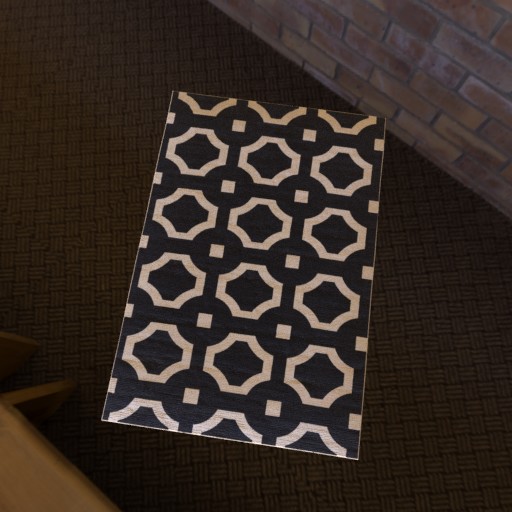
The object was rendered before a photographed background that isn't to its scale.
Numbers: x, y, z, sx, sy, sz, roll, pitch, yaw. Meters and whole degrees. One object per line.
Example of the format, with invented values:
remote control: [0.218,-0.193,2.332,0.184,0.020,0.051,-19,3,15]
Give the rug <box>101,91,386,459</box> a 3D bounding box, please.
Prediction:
rug: [0.000,0.000,2.922,1.555,0.016,2.286,8,76,2]
